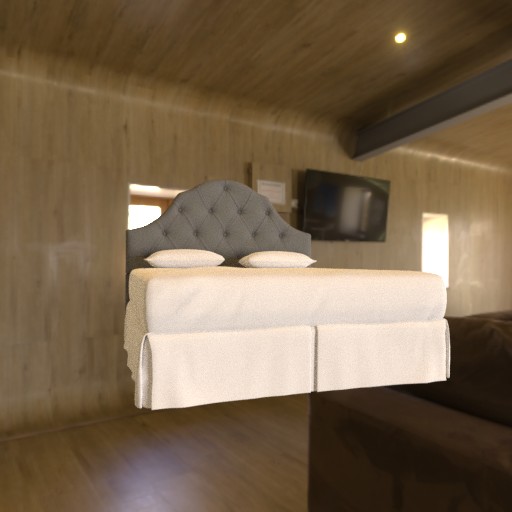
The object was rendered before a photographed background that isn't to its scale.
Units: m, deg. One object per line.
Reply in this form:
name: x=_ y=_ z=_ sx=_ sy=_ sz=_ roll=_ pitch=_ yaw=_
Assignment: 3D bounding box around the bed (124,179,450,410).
bed: x=0.000 y=0.000 z=3.576 sx=2.008 sy=1.615 sz=2.214 roll=0 pitch=-1 yaw=-18
